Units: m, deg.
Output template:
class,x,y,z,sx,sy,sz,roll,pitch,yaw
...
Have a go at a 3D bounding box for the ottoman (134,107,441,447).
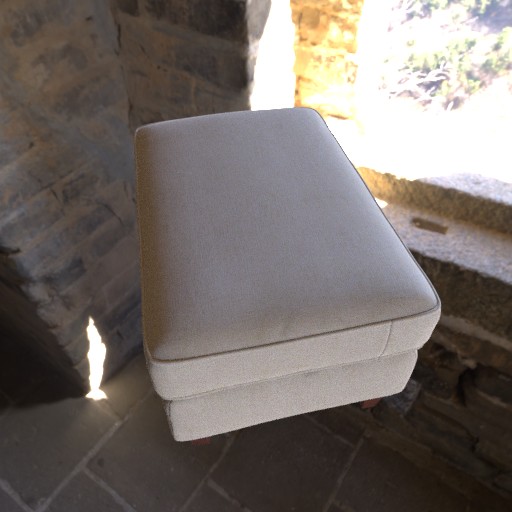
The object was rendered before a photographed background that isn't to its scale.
class,x,y,z,sx,sy,sz,roll,pitch,yaw
ottoman,0.000,0.000,1.229,0.583,0.484,0.862,-9,46,-9
